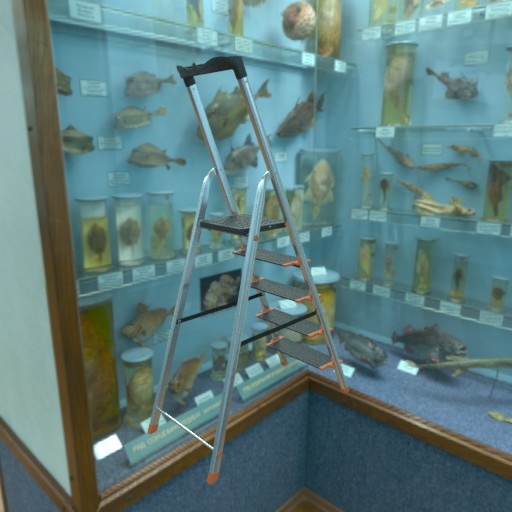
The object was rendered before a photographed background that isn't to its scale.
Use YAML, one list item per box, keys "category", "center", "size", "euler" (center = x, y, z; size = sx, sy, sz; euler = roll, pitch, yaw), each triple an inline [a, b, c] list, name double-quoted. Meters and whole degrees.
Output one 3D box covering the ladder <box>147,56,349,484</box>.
- category: "ladder"
  center: [0.000, 0.000, 2.090]
  size: [0.995, 1.646, 0.480]
  euler: [-14, 20, -43]
